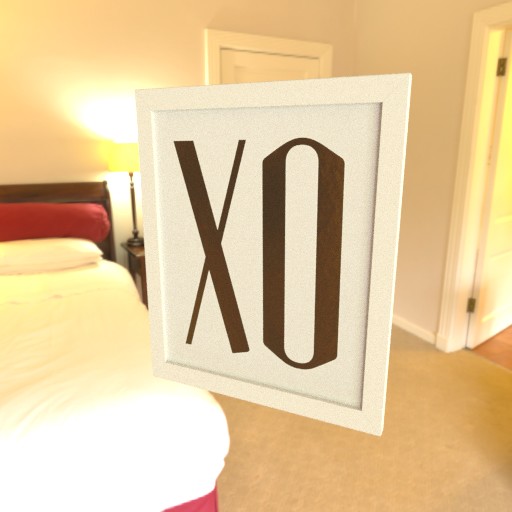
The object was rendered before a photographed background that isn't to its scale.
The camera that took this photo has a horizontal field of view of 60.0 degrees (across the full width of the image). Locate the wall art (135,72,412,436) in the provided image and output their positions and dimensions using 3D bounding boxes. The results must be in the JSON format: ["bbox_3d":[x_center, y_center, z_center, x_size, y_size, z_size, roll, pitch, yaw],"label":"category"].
[{"bbox_3d":[0.000,0.000,0.732,0.444,0.536,0.020,7,16,24],"label":"wall art"}]
